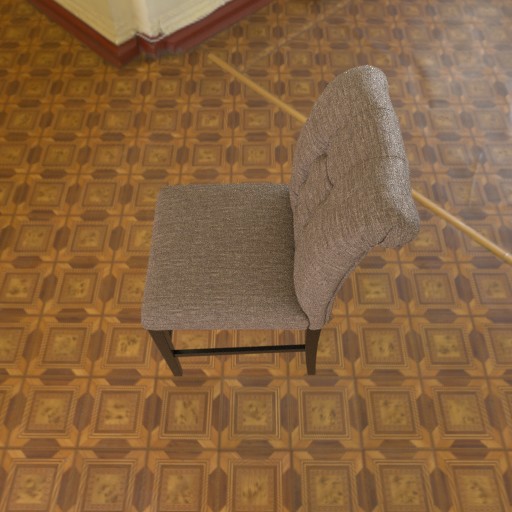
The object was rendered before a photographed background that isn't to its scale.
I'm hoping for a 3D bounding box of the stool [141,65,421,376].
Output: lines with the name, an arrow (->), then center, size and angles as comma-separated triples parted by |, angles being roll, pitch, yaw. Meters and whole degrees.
stool -> 0.000, 0.000, 1.293 | 0.611, 0.970, 0.457 | 0, 59, 0
